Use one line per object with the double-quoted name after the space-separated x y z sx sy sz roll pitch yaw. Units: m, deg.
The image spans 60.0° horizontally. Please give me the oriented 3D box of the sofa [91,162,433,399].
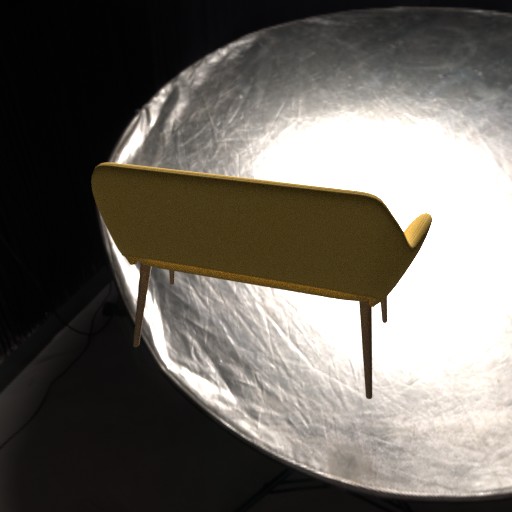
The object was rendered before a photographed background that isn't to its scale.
0.000 0.000 1.626 1.150 0.840 0.610 9 34 14 "sofa"
